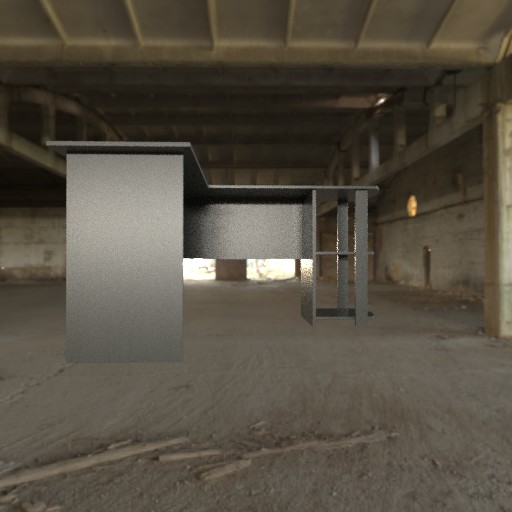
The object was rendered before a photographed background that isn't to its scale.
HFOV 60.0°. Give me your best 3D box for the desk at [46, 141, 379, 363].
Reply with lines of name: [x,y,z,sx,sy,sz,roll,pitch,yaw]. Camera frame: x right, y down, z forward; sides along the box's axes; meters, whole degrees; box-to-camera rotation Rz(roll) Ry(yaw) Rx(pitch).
desk: [0.000,0.000,2.059,1.361,0.716,1.303,0,0,-2]
